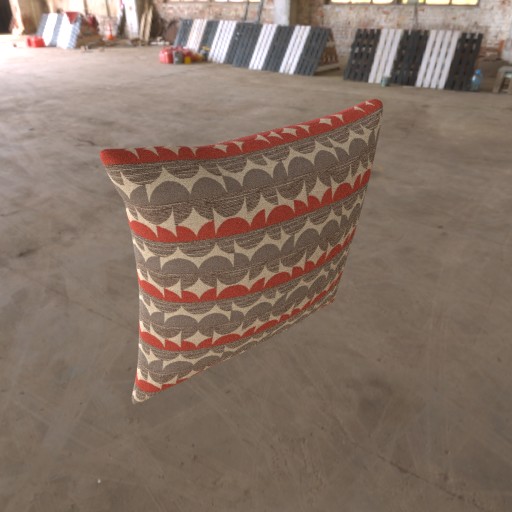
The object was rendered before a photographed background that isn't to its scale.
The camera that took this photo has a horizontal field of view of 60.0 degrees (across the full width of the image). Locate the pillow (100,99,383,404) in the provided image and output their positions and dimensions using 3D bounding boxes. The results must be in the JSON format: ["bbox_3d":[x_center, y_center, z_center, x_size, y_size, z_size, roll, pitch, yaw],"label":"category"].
[{"bbox_3d":[0.000,0.000,0.657,0.420,0.410,0.180,-21,37,-30],"label":"pillow"}]
